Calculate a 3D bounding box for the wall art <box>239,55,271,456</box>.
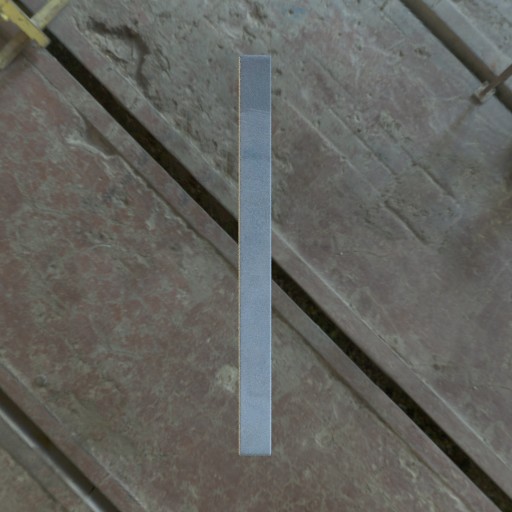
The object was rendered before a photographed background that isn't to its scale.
[{"bbox_3d":[0.000,0.000,0.805,0.037,0.613,0.455,0,90,0],"label":"wall art"}]
